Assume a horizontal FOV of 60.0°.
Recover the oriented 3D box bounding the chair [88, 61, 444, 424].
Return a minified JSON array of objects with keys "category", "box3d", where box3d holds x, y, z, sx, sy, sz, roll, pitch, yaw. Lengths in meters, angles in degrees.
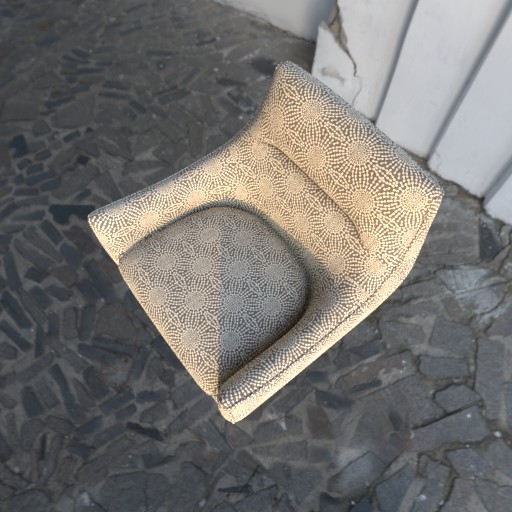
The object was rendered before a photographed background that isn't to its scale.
[{"category":"chair","box3d":[0.000,0.000,1.480,0.787,0.838,0.762,-35,68,-16]}]
